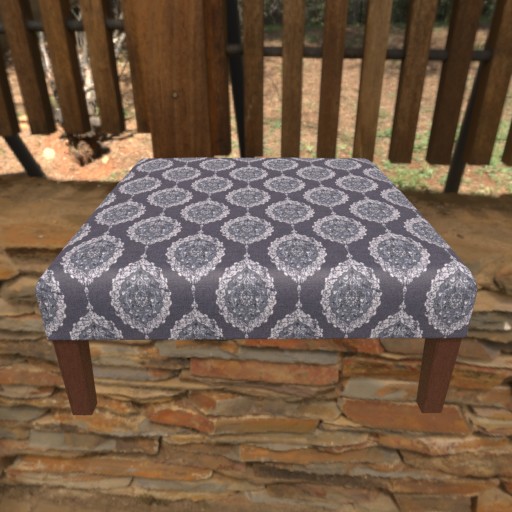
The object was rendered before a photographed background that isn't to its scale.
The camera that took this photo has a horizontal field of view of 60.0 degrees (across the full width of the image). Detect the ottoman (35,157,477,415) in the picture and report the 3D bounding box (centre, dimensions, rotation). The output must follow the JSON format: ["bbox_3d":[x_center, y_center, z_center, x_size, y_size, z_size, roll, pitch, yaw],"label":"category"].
[{"bbox_3d":[0.000,0.000,1.334,0.889,0.409,0.890,0,27,0],"label":"ottoman"}]
